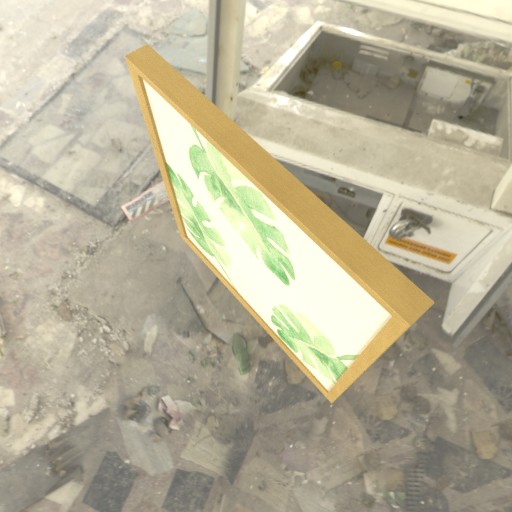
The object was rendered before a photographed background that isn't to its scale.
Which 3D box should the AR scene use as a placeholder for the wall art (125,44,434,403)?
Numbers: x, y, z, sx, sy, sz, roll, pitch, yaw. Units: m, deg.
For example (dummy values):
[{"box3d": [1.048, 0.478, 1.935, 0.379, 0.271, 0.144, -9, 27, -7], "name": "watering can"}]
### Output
[{"box3d": [0.000, 0.000, 0.754, 0.038, 0.508, 0.508, -38, 69, -17], "name": "wall art"}]
